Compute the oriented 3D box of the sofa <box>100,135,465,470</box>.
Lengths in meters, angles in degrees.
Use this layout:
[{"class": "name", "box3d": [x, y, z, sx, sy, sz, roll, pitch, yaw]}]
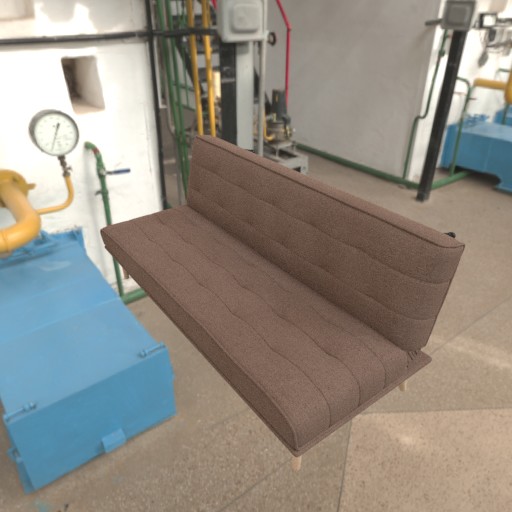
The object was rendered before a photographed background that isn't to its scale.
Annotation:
[{"class": "sofa", "box3d": [0.000, 0.000, 2.301, 1.038, 0.810, 1.820, -21, 37, -31]}]
